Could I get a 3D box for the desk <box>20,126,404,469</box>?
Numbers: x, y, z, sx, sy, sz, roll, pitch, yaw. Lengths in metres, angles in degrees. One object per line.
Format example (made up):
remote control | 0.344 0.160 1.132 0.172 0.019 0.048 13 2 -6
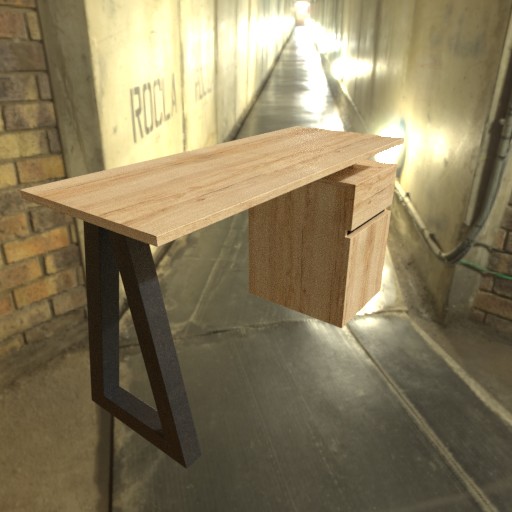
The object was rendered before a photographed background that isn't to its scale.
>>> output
desk | 0.000 0.000 1.718 0.550 0.760 1.400 18 30 33
